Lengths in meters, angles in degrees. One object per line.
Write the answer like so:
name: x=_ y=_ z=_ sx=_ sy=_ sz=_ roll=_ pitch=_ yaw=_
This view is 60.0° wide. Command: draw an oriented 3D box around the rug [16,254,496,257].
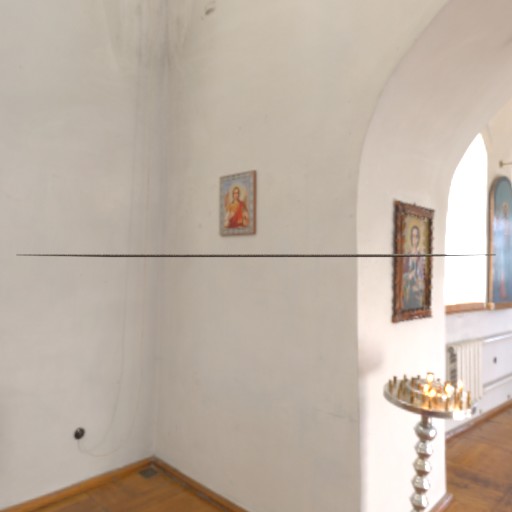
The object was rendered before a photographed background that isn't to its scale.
rug: x=0.000 y=0.000 z=2.988 sx=2.433 sy=0.007 sz=1.507 roll=0 pitch=0 yaw=0
